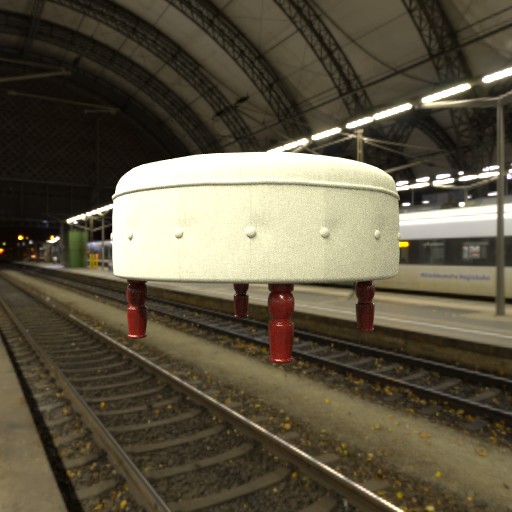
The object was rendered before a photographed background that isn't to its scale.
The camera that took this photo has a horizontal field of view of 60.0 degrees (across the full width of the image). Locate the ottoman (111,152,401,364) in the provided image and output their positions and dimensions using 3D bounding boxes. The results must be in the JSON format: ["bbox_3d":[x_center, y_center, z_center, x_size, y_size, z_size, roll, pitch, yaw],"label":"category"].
[{"bbox_3d":[0.000,0.000,1.377,0.850,0.483,0.850,0,0,0],"label":"ottoman"}]
